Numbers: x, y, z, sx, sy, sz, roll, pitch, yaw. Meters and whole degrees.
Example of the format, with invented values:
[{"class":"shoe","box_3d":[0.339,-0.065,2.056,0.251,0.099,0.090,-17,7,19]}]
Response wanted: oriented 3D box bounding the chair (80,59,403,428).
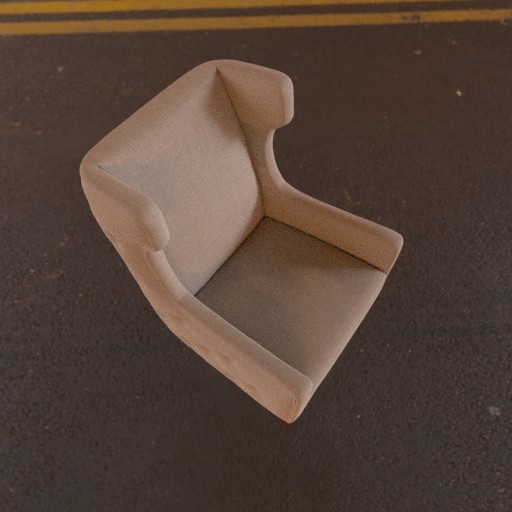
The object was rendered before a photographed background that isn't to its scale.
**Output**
[{"class":"chair","box_3d":[0.000,0.000,1.693,0.899,1.079,0.778,31,63,18]}]
